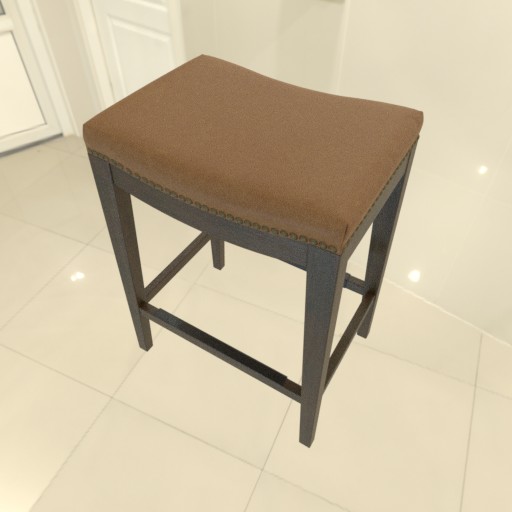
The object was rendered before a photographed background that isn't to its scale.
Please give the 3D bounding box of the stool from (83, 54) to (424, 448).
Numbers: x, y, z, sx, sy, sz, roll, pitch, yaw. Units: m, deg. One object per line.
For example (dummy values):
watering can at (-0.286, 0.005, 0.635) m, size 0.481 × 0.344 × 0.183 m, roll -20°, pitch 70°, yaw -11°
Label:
stool at (0.000, 0.000, 0.952) m, size 0.500 × 0.660 × 0.361 m, roll 24°, pitch 51°, yaw 21°
